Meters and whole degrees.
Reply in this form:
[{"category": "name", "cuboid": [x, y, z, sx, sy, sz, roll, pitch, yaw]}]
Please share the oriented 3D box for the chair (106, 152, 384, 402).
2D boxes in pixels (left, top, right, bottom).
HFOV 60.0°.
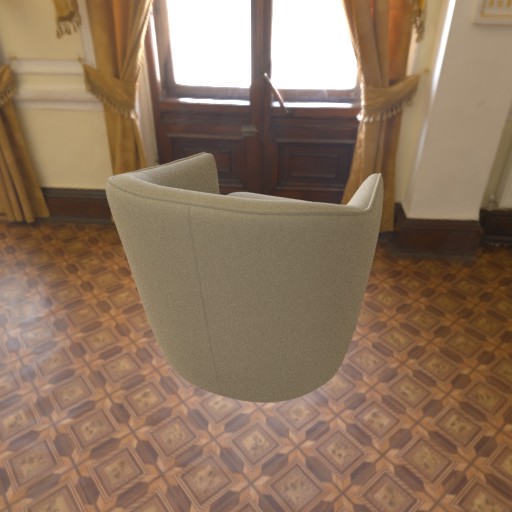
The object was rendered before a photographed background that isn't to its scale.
[{"category": "chair", "cuboid": [0.000, 0.000, 1.472, 0.747, 0.799, 0.875, 10, 34, 15]}]
